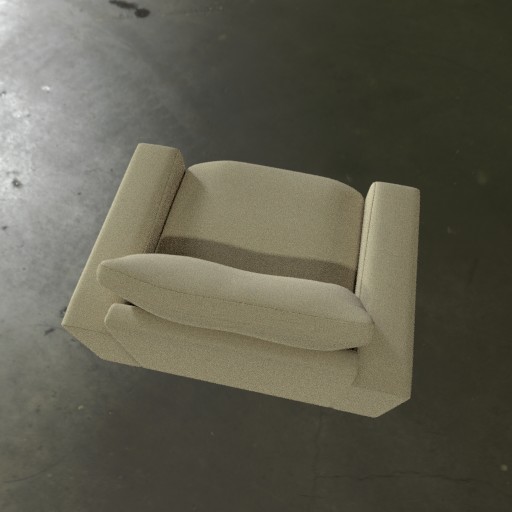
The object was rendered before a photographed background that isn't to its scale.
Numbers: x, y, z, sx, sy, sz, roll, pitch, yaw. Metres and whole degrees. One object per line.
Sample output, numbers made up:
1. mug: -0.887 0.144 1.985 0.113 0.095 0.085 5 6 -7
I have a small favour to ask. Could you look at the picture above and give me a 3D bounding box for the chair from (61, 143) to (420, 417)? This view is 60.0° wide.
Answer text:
1. chair: 0.000 0.000 2.032 1.398 0.915 1.039 11 63 5
